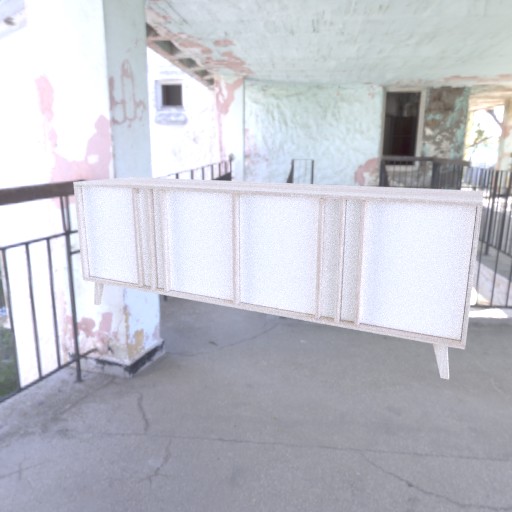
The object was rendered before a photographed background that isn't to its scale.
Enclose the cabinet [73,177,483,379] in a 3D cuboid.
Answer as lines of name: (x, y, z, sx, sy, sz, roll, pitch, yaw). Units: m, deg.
cabinet: (0.000, 0.000, 2.491, 2.200, 0.780, 0.500, 7, 16, 26)
